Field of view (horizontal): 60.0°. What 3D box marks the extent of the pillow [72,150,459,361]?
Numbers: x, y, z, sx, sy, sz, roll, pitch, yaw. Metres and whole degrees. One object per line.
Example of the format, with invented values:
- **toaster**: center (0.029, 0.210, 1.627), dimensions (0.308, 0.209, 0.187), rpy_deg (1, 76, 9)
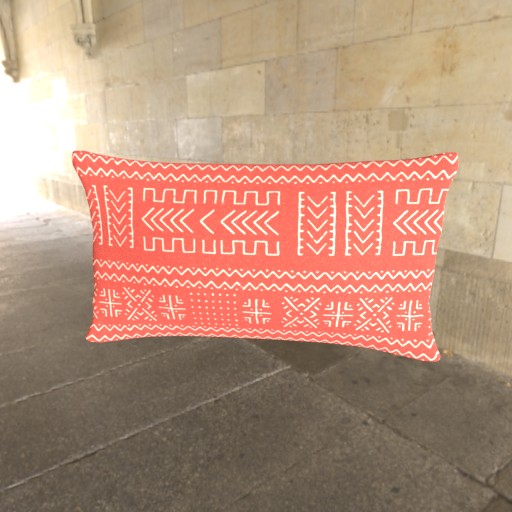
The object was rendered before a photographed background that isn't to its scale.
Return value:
- **pillow**: center (0.000, 0.000, 0.765), dimensions (0.640, 0.352, 0.130), rpy_deg (2, 15, 6)
